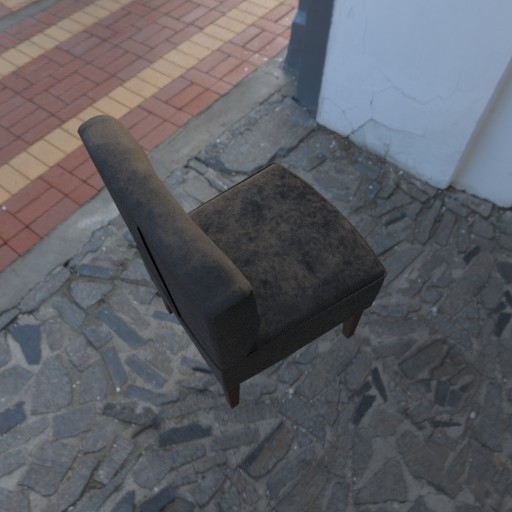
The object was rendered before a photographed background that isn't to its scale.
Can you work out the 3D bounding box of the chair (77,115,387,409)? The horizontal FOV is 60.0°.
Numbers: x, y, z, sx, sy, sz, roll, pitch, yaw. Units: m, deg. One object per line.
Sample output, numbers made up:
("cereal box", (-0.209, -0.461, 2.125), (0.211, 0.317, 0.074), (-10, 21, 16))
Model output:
("chair", (0.000, 0.000, 1.188), (0.554, 0.806, 0.521), (-31, 62, -18))
